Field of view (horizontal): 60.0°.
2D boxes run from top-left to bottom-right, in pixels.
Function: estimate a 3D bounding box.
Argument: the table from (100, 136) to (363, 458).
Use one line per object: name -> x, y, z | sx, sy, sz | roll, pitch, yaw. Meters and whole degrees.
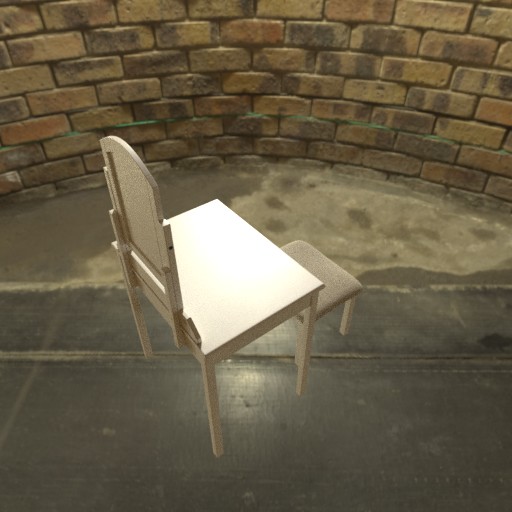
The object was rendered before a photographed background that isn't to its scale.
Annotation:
table -> 0.000, 0.000, 2.297 | 1.211, 1.631, 0.876 | -27, 48, -27
